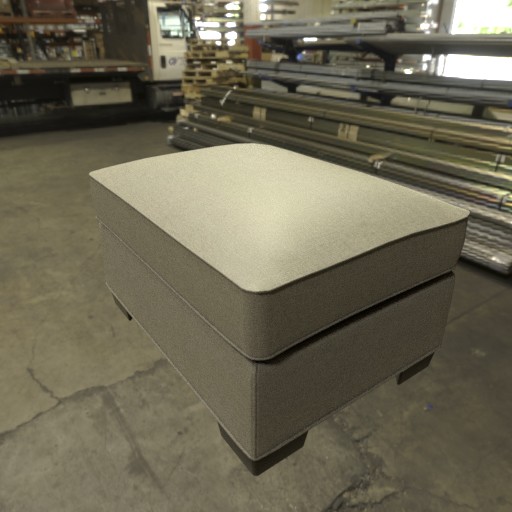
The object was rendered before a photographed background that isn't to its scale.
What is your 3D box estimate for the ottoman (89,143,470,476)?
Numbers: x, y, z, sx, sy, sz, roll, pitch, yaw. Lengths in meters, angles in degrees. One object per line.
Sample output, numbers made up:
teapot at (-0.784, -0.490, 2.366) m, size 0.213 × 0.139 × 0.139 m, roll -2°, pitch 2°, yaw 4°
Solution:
ottoman at (0.000, 0.000, 1.222) m, size 0.619 × 0.504 × 0.843 m, roll -18°, pitch 32°, yaw -31°
